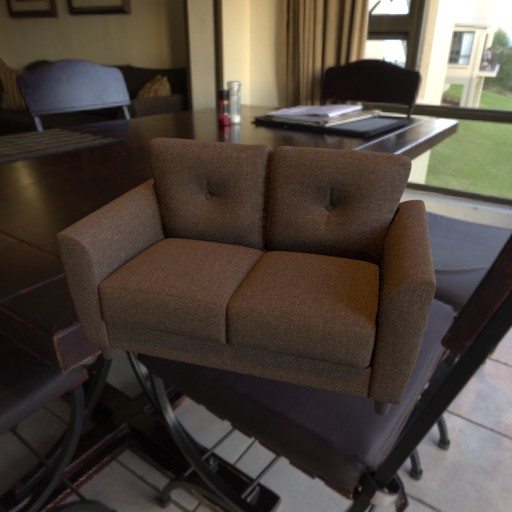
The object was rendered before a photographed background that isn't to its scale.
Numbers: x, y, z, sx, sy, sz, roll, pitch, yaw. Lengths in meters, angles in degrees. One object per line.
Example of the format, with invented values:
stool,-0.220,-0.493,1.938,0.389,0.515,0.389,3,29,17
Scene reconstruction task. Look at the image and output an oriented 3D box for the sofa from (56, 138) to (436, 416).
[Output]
sofa,0.000,0.000,1.993,1.423,0.885,0.851,7,27,14
